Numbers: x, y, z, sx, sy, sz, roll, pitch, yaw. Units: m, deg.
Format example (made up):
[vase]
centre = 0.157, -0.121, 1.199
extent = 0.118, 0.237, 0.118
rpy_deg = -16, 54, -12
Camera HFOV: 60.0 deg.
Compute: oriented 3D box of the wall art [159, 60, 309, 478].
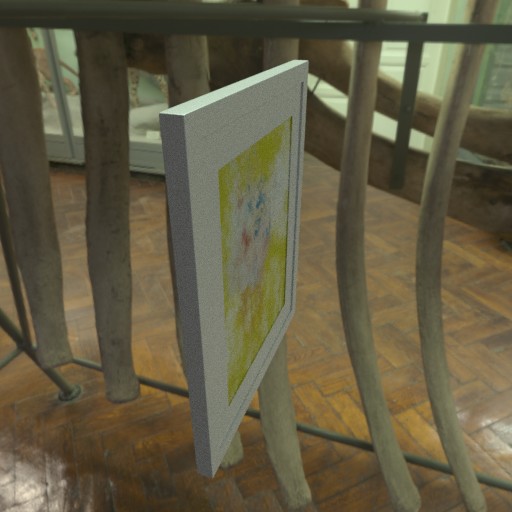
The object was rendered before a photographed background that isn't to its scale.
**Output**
[wall art]
centre = 0.000, 0.000, 0.741
extent = 0.028, 0.556, 0.454
rpy_deg = 11, 32, 18
